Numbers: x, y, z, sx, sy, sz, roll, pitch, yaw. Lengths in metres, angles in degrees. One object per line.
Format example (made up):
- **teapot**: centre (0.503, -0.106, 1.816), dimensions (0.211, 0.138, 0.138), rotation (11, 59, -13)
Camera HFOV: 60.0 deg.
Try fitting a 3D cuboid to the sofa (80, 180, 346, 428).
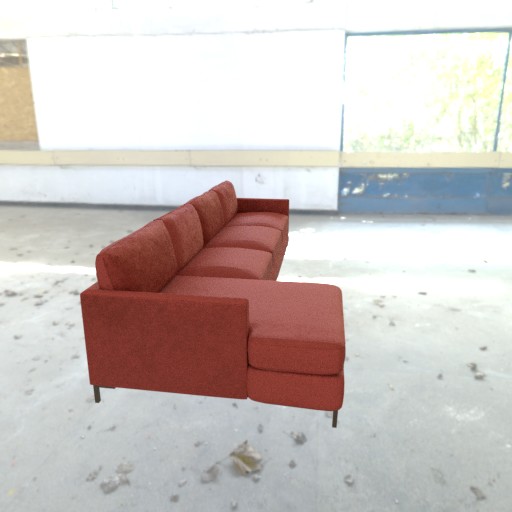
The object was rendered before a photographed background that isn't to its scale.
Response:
- **sofa**: centre (0.000, 0.000, 4.019), dimensions (1.500, 0.967, 3.400), rotation (3, 17, 9)
